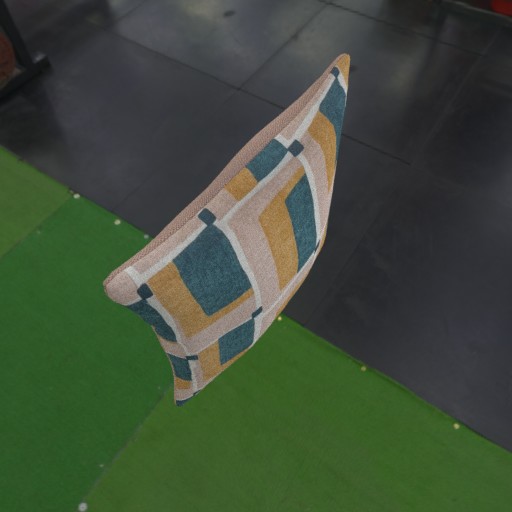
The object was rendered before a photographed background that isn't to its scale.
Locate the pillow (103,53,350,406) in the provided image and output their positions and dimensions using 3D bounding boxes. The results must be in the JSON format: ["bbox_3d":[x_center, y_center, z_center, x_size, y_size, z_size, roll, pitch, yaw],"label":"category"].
[{"bbox_3d":[0.000,0.000,0.735,0.158,0.479,0.478,32,63,18],"label":"pillow"}]
